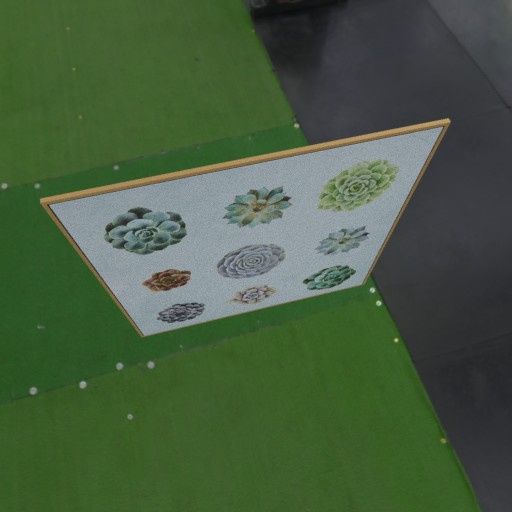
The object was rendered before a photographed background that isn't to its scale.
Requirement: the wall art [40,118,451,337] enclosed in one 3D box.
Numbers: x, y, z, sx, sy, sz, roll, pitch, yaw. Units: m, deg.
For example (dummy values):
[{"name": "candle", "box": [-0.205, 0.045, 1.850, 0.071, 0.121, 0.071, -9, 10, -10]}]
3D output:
[{"name": "wall art", "box": [0.000, 0.000, 1.437, 0.962, 0.959, 0.013, -13, 63, -7]}]
